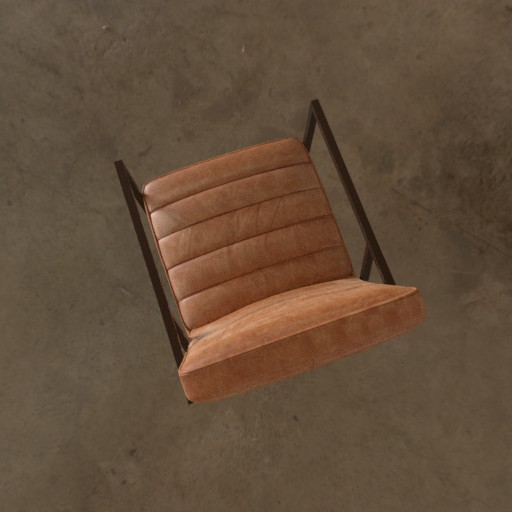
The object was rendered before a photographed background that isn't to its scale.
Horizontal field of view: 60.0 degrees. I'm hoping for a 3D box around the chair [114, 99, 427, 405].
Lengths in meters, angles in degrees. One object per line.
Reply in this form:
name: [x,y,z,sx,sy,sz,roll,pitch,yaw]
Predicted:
chair: [0.000,0.000,1.285,0.571,0.832,0.677,-18,76,-5]
